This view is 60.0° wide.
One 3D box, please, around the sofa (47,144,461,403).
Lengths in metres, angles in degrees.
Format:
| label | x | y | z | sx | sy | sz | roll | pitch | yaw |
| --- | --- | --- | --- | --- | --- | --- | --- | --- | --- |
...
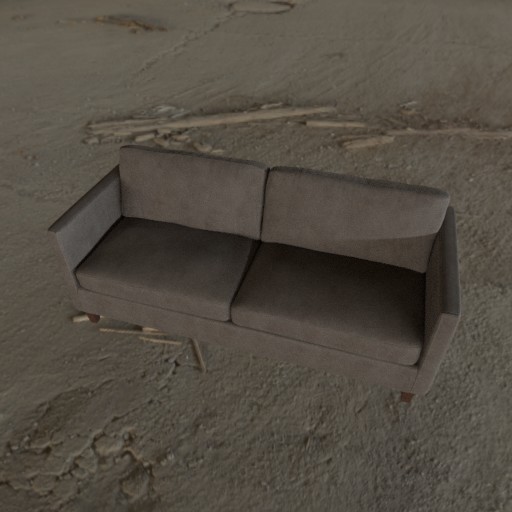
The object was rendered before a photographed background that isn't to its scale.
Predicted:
| label | x | y | z | sx | sy | sz | roll | pitch | yaw |
| --- | --- | --- | --- | --- | --- | --- | --- | --- | --- |
| sofa | 0.000 | 0.000 | 2.711 | 2.208 | 0.965 | 0.951 | 11 | 42 | 13 |
